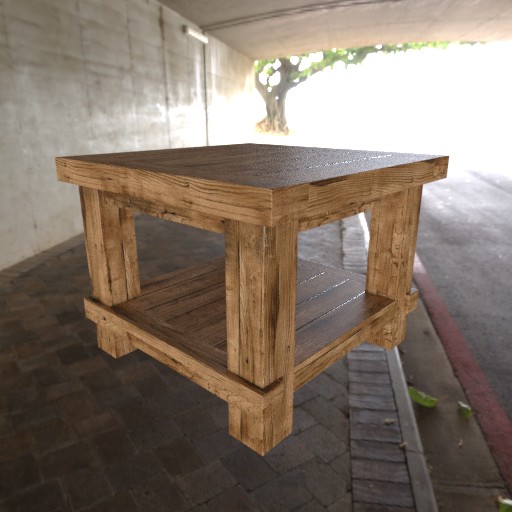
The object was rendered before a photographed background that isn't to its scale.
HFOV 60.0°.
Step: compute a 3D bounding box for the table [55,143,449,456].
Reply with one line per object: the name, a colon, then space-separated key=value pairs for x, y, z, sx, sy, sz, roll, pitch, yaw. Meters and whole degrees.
table: x=0.000 y=0.000 z=1.037 sx=0.610 sy=0.457 sz=0.610 roll=16 pitch=24 yaw=40
